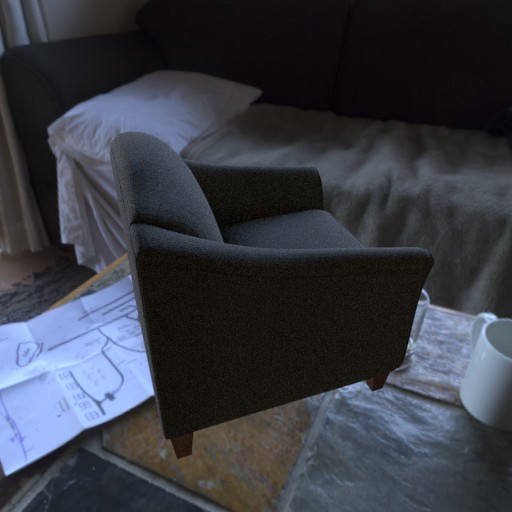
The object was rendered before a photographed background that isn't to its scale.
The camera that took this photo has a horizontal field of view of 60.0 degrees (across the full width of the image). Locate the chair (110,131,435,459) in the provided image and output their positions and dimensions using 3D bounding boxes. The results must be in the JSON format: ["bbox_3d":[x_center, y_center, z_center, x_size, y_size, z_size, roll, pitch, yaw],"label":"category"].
[{"bbox_3d":[0.000,0.000,1.449,0.787,0.839,0.763,-10,33,-17],"label":"chair"}]
